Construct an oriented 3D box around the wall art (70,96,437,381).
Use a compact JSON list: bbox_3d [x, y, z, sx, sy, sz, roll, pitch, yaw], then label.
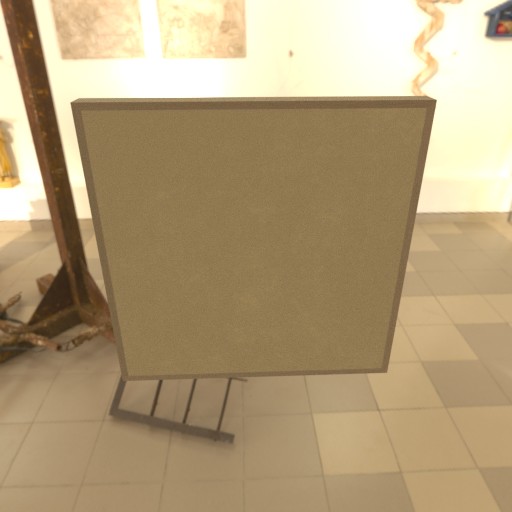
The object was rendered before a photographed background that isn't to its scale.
[{"bbox_3d":[0.000,0.000,0.750,0.508,0.506,0.038,-1,28,-2],"label":"wall art"}]
